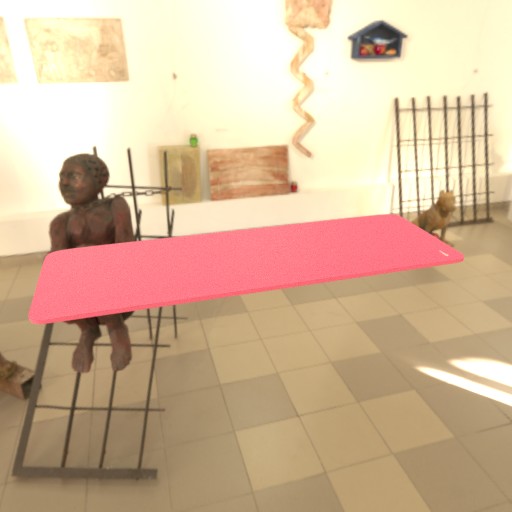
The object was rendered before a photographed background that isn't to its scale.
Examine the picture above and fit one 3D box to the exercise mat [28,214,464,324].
[{"bbox_3d":[0.000,0.000,2.068,1.884,0.021,0.616,-7,27,-15],"label":"exercise mat"}]
